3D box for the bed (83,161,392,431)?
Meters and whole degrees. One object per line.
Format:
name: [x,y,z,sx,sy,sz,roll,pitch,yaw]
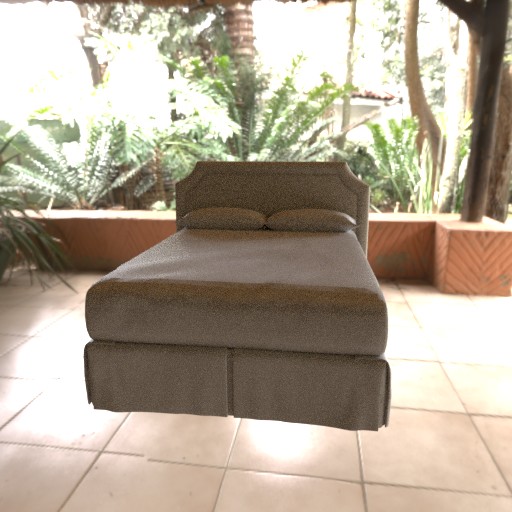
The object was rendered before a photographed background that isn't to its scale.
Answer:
bed: [0.000,0.000,3.229,1.828,1.297,2.164,2,14,7]
